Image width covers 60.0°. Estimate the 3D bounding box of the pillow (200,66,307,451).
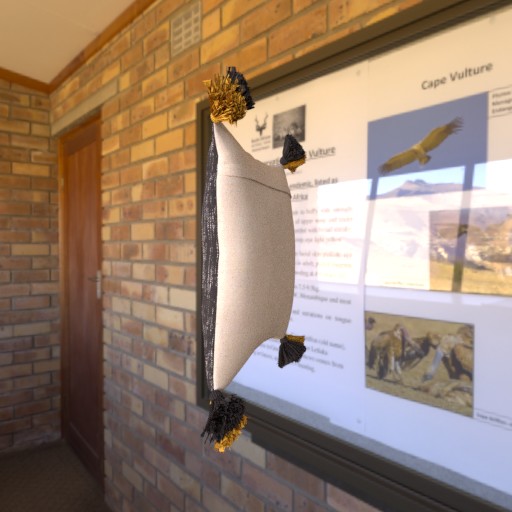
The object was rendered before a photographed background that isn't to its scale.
[{"bbox_3d":[0.000,0.000,0.989,0.139,0.659,0.654,0,1,18],"label":"pillow"}]
